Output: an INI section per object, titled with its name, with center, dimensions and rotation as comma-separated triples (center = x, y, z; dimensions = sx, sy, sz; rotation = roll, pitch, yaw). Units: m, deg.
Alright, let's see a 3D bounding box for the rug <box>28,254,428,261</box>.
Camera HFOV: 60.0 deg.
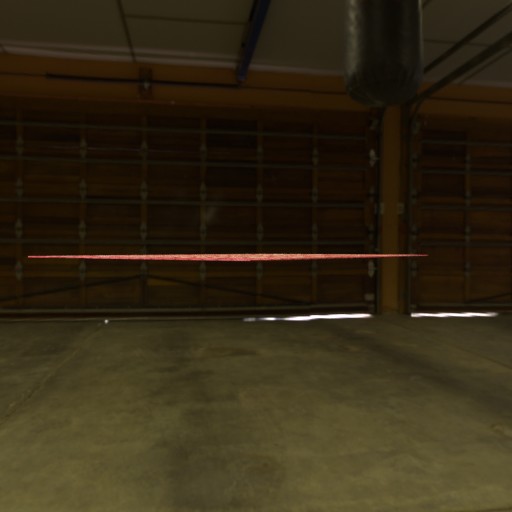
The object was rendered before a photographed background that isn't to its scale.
[rug]
center = 0.000, 0.000, 2.899
dimensions = 1.579, 0.007, 2.184
rotation = 0, 1, 37
